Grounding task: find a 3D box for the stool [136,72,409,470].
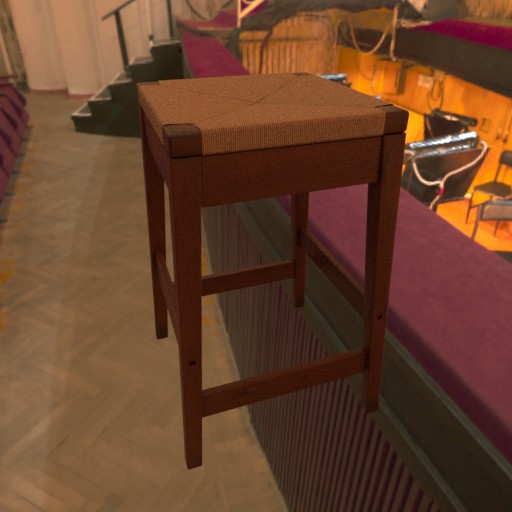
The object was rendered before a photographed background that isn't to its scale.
[{"bbox_3d":[0.000,0.000,1.088,0.507,0.762,0.497,-10,33,-16],"label":"stool"}]
